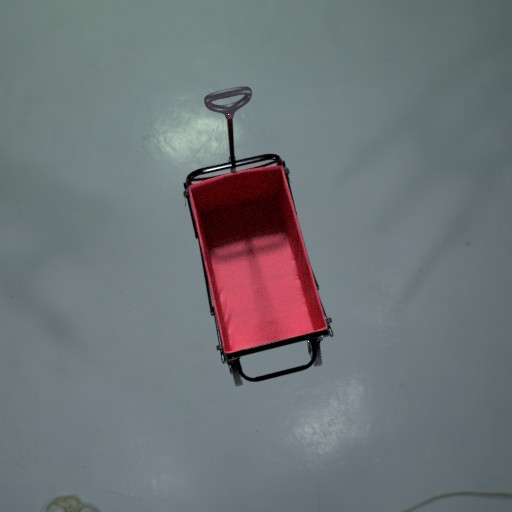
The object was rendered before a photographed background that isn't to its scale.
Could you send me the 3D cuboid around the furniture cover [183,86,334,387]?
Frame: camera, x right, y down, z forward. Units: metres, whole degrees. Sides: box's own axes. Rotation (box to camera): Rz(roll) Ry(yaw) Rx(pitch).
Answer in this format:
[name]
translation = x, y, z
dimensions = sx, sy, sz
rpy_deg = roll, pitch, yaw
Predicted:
[furniture cover]
translation = 0.000, 0.000, 1.906
dimensions = 0.532, 1.295, 1.038
rpy_deg = -13, 76, -3
